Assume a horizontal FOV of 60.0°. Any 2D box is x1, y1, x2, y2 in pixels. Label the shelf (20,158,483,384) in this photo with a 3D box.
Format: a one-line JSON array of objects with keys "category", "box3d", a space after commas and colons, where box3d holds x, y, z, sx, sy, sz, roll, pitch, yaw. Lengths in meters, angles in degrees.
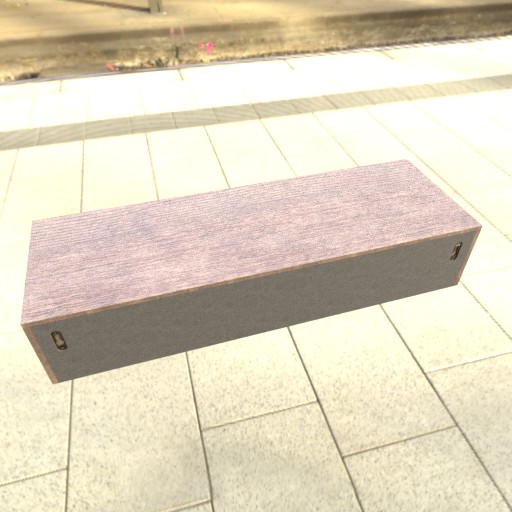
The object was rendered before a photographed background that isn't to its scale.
[{"category": "shelf", "box3d": [0.000, 0.000, 0.672, 0.610, 0.125, 0.200, -12, 43, -13]}]
